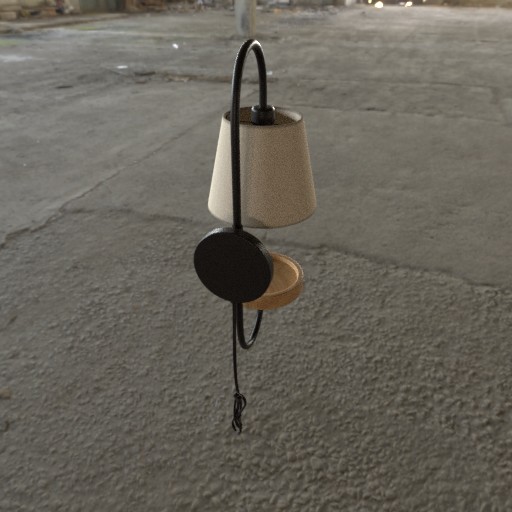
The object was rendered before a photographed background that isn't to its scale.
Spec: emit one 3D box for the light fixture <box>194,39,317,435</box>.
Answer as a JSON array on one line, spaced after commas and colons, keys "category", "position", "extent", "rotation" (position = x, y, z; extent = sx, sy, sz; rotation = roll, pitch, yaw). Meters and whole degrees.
[{"category": "light fixture", "position": [0.000, 0.000, 0.924], "extent": [0.220, 0.821, 0.299], "rotation": [10, 33, 16]}]
